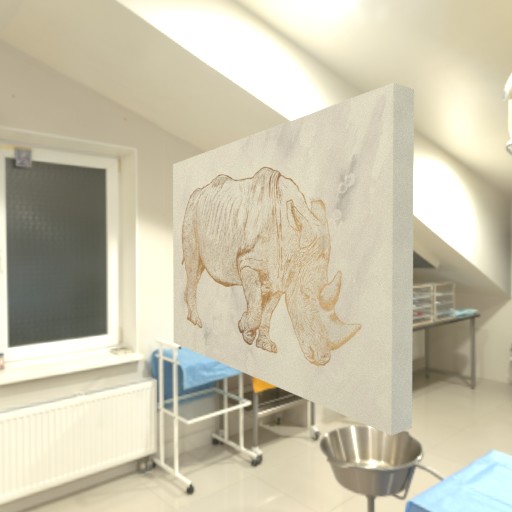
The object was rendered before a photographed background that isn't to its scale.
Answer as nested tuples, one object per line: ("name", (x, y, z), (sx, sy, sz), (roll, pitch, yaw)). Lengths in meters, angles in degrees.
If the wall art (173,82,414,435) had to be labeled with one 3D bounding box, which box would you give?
("wall art", (0.000, 0.000, 0.772), (0.038, 0.407, 0.609), (-1, 1, -35))
